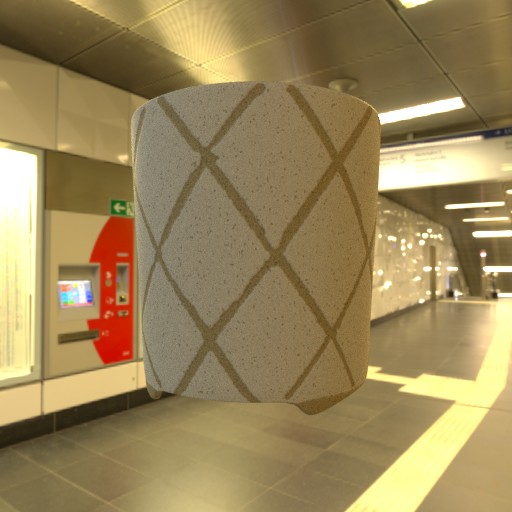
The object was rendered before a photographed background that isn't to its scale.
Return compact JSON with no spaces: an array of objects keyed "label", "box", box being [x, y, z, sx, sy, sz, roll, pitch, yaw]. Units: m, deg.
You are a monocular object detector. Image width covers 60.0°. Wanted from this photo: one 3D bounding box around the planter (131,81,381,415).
[{"label":"planter","box":[0.000,0.000,0.349,0.191,0.199,0.191,0,-1,0]}]
